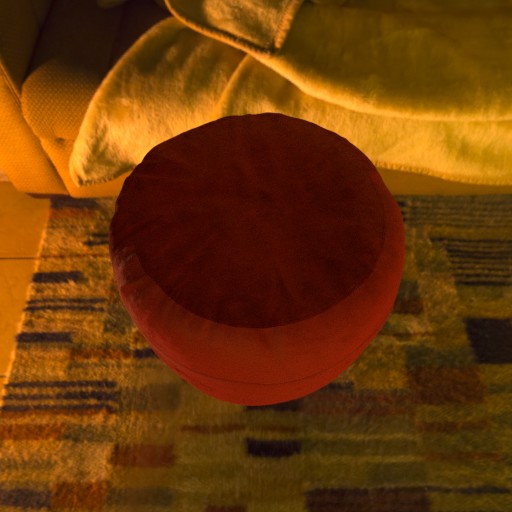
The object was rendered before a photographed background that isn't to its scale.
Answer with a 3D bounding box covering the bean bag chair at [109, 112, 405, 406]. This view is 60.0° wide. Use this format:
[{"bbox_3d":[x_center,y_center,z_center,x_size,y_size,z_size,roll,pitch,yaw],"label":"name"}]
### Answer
[{"bbox_3d":[0.000,0.000,1.985,1.219,0.762,1.219,0,59,0],"label":"bean bag chair"}]
